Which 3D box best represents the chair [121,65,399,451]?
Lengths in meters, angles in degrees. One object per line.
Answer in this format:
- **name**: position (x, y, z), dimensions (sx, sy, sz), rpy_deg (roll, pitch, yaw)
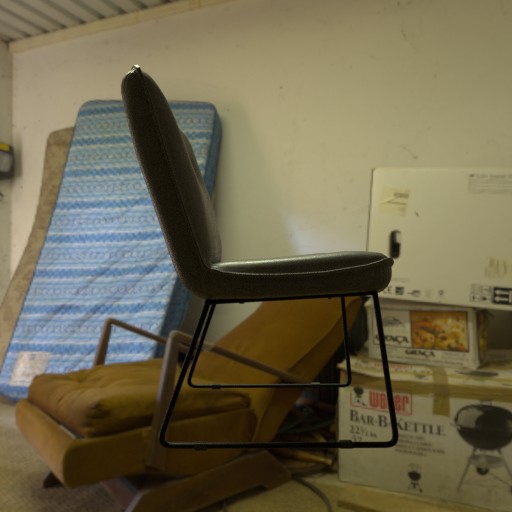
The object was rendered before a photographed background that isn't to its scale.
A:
- **chair**: position (0.000, 0.000, 1.316), dimensions (0.688, 0.932, 0.515), rpy_deg (0, 0, -1)
